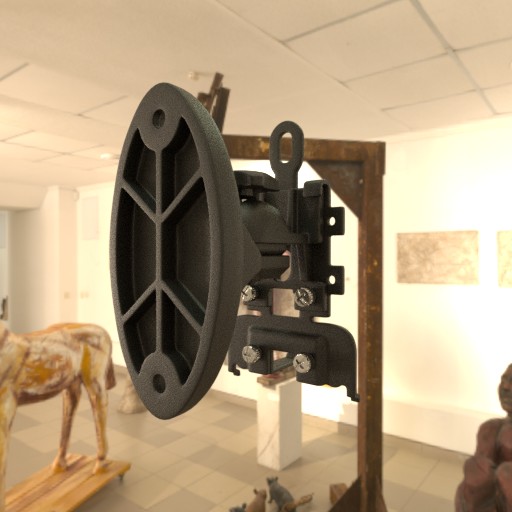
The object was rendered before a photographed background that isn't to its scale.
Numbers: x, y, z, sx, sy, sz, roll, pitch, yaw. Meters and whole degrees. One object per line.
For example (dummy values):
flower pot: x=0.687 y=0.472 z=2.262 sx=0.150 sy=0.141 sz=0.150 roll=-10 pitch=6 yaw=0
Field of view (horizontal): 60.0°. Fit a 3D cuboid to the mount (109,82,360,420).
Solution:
mount: x=0.000 y=0.000 z=0.177 sx=0.066 sy=0.118 sz=0.100 roll=0 pitch=1 yaw=37
